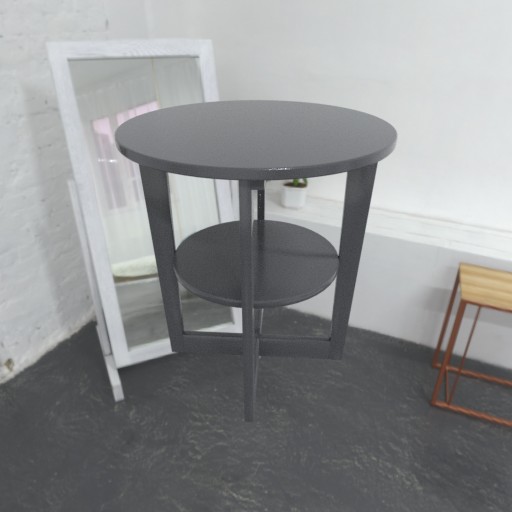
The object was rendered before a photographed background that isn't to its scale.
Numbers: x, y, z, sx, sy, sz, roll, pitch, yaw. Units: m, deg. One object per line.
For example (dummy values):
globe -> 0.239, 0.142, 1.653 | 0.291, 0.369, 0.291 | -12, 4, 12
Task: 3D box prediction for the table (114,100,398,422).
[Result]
table -> 0.000, 0.000, 0.946 | 0.500, 0.550, 0.500 | 0, 29, 0
